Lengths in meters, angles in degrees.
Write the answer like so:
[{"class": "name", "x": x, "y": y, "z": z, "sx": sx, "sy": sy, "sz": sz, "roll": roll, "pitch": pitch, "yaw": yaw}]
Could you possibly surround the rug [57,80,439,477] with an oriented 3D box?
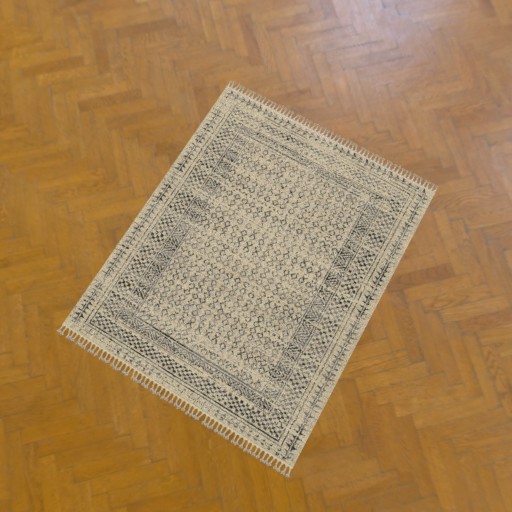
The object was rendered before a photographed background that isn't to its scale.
[{"class": "rug", "x": 0.000, "y": 0.000, "z": 4.010, "sx": 2.312, "sy": 0.013, "sz": 2.940, "roll": 30, "pitch": 77, "yaw": 7}]
